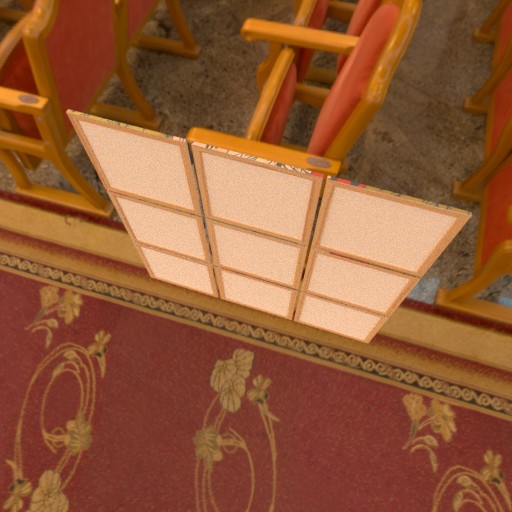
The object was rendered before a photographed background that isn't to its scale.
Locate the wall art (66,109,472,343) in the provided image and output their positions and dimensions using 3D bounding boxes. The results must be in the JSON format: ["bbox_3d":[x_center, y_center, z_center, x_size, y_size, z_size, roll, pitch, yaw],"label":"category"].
[{"bbox_3d":[0.000,0.000,1.804,1.206,1.218,0.013,16,64,8],"label":"wall art"}]
